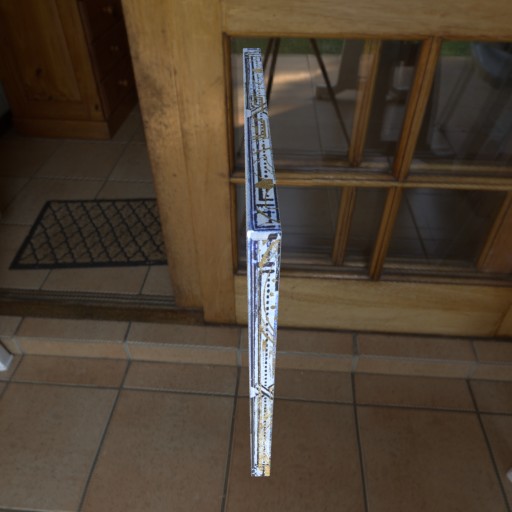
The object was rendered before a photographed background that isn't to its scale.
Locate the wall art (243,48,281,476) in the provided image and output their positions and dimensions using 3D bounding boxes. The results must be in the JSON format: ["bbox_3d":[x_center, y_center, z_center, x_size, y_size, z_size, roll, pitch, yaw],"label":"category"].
[{"bbox_3d":[0.000,0.000,0.888,0.036,0.607,0.609,-1,42,-1],"label":"wall art"}]
